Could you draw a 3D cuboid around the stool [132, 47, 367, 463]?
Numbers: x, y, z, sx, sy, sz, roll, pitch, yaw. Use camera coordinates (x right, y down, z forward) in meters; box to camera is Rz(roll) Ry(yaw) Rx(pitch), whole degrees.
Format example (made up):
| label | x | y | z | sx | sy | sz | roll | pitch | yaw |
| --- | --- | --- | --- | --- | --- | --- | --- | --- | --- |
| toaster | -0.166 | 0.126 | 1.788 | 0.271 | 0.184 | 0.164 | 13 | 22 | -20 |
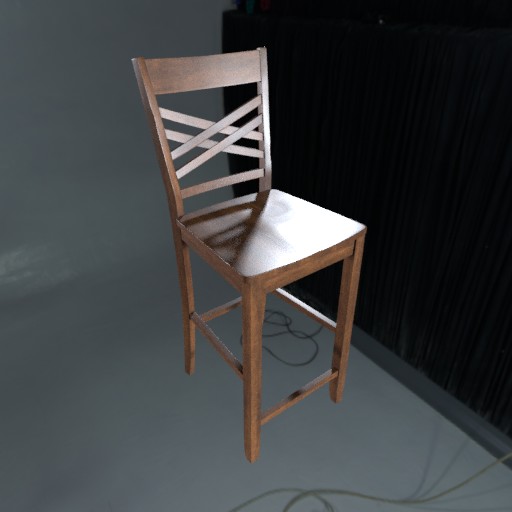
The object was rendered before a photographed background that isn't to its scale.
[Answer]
| label | x | y | z | sx | sy | sz | roll | pitch | yaw |
| --- | --- | --- | --- | --- | --- | --- | --- | --- | --- |
| stool | 0.000 | 0.000 | 1.348 | 0.426 | 1.098 | 0.504 | -21 | 37 | -32 |
